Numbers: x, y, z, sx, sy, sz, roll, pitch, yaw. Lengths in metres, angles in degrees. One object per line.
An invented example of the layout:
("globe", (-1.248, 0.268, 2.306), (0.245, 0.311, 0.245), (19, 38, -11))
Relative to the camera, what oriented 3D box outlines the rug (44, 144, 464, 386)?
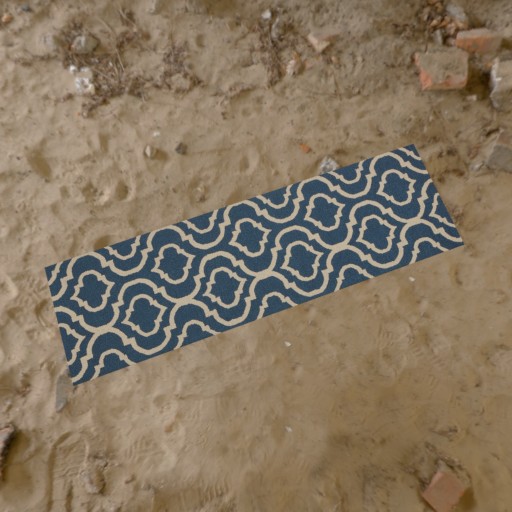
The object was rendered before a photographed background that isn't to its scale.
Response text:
("rug", (0.000, 0.000, 2.526), (2.296, 0.006, 0.685), (-19, 76, -5))
